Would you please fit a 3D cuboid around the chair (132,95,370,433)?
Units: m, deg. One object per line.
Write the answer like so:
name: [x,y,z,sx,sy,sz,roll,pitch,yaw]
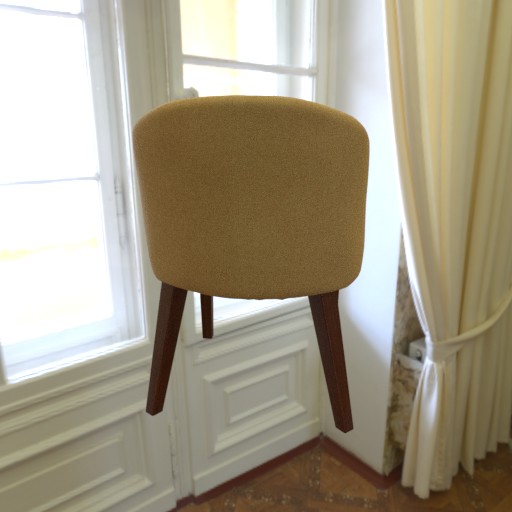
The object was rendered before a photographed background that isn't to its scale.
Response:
chair: [0.000,0.000,1.245,0.583,0.811,0.655,2,16,8]
